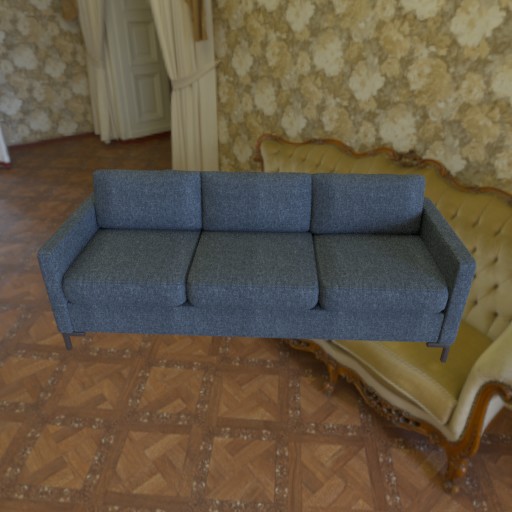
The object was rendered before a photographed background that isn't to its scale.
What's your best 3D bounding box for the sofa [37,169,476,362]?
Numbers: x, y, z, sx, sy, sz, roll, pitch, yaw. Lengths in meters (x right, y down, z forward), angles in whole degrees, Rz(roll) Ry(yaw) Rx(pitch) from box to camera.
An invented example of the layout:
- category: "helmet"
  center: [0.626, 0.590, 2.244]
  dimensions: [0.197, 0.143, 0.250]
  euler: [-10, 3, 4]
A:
- category: "sofa"
  center: [0.000, 0.000, 2.666]
  dimensions: [2.218, 0.874, 0.859]
  euler: [1, 30, 2]
